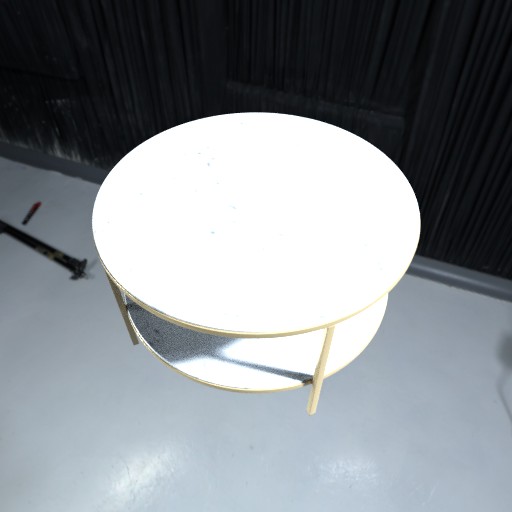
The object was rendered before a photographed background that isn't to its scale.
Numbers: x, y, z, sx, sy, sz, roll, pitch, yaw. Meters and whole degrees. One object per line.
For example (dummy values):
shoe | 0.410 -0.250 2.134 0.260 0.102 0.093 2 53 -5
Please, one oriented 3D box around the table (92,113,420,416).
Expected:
table | 0.000 0.000 1.273 0.800 0.450 0.800 0 48 0
